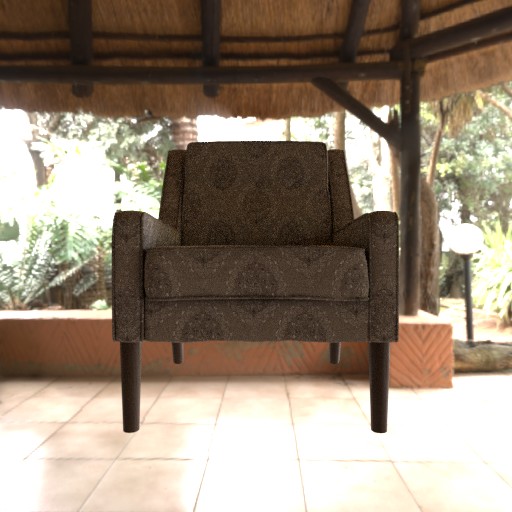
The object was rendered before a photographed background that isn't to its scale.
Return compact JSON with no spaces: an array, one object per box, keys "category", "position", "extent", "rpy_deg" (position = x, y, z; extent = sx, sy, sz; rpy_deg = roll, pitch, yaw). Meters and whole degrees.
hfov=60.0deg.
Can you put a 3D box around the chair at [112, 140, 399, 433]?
[{"category":"chair","position":[0.000,0.000,1.327],"extent":[0.665,0.797,0.750],"rpy_deg":[0,1,0]}]
